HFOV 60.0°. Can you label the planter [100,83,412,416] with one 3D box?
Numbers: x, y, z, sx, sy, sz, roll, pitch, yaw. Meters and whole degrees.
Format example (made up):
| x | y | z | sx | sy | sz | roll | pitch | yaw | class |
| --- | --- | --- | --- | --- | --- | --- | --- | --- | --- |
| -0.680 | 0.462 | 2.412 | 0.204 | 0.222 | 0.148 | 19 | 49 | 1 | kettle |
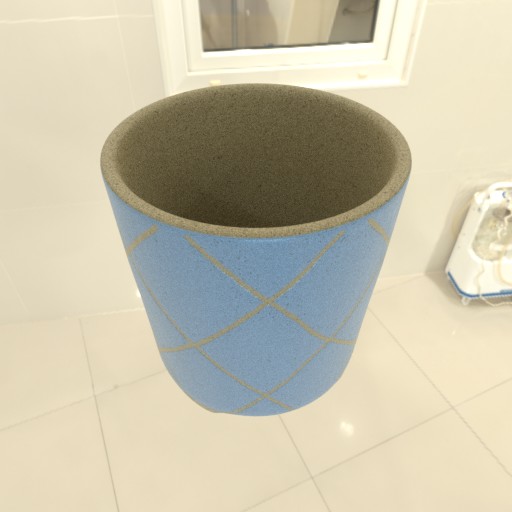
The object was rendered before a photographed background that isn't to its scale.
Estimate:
| x | y | z | sx | sy | sz | roll | pitch | yaw | class |
| --- | --- | --- | --- | --- | --- | --- | --- | --- | --- |
| 0.000 | 0.000 | 0.411 | 0.227 | 0.235 | 0.227 | 0 | 42 | 0 | planter |
